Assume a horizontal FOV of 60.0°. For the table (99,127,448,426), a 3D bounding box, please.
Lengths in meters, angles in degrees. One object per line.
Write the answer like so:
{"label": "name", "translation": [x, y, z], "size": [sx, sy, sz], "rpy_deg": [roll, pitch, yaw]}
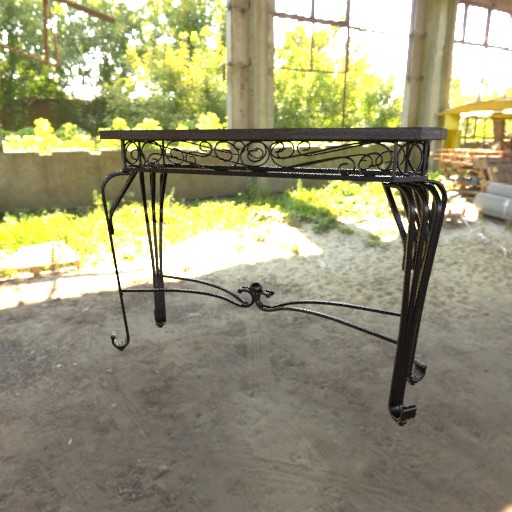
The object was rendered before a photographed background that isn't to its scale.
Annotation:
{"label": "table", "translation": [0.000, 0.000, 1.460], "size": [1.112, 0.800, 0.329], "rpy_deg": [7, 17, 25]}
